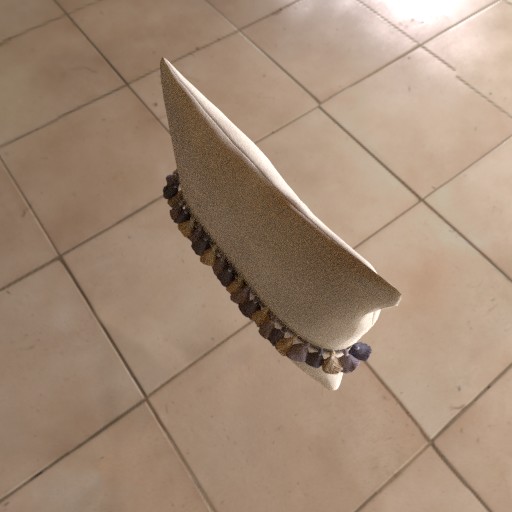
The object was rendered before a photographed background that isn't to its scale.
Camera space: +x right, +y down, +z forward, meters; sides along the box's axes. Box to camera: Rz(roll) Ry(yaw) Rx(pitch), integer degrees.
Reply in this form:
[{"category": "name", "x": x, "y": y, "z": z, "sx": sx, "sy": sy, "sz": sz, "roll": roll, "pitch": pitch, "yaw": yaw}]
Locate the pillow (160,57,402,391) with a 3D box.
[{"category": "pillow", "x": 0.000, "y": 0.000, "z": 0.753, "sx": 0.165, "sy": 0.481, "sz": 0.489, "roll": -35, "pitch": 68, "yaw": -16}]
